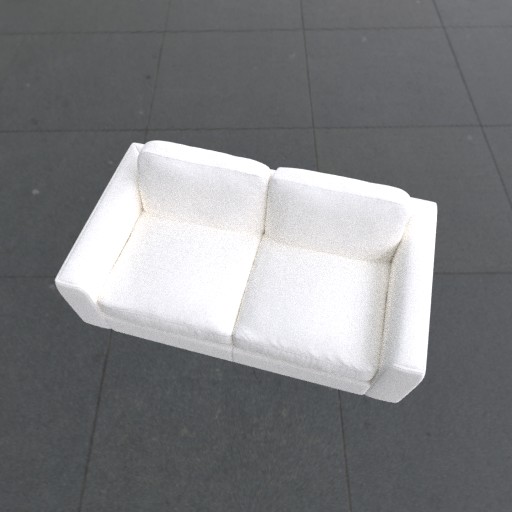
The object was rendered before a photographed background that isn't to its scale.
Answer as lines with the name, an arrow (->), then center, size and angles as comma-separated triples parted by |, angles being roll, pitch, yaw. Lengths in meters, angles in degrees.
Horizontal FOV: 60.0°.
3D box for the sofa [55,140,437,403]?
sofa -> 0.000, 0.000, 2.540 | 1.920, 0.801, 1.069 | 13, 60, 8
